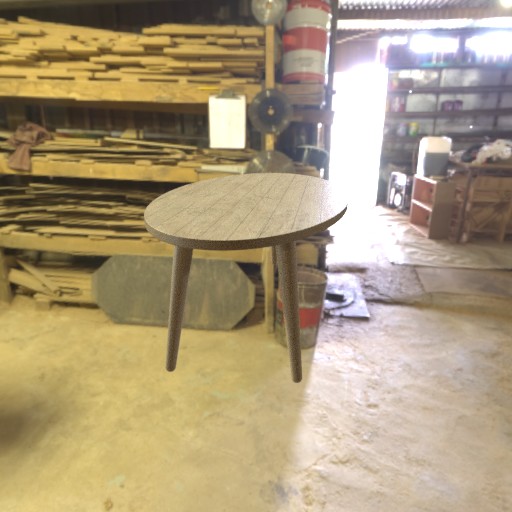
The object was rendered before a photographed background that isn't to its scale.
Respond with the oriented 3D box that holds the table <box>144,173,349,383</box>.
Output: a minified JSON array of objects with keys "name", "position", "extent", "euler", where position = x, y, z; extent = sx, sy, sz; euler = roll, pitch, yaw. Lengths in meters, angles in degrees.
[{"name":"table","position":[0.000,0.000,1.381],"extent":[0.542,0.390,1.083],"euler":[3,17,8]}]
